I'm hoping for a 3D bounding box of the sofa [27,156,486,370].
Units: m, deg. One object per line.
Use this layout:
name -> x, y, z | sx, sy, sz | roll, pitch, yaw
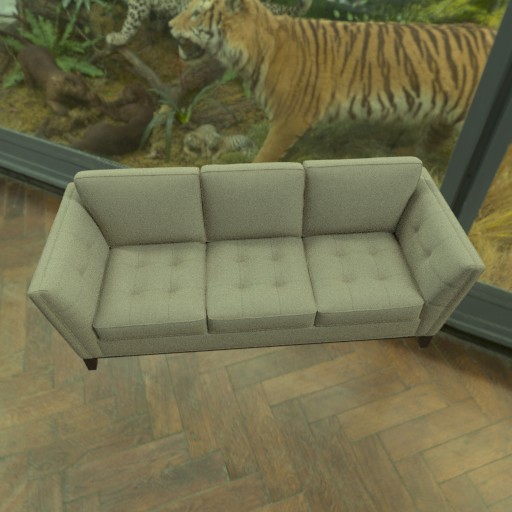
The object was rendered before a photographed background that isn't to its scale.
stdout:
sofa -> 0.000, 0.000, 2.832 | 2.388, 0.940, 0.965 | -3, 46, -3
